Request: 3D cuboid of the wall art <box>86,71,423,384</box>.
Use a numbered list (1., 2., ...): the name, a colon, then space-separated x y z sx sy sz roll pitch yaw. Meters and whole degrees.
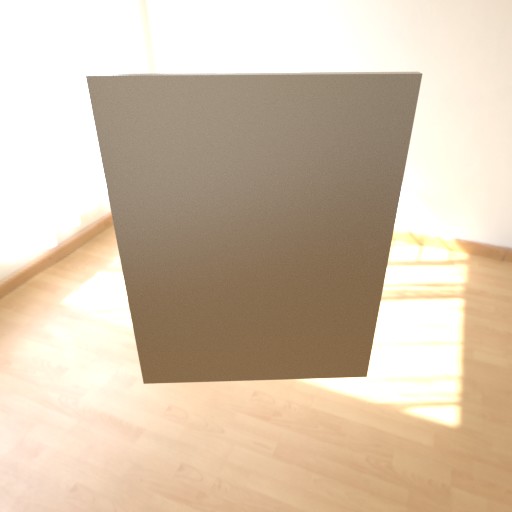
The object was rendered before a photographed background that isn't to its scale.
1. wall art: 0.000 0.000 1.358 0.816 1.046 0.030 -1 31 -2
